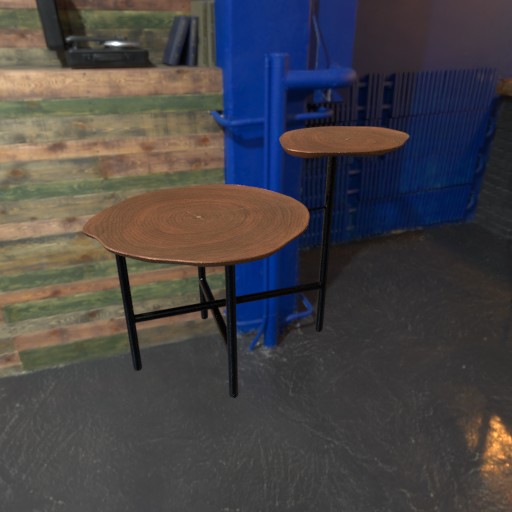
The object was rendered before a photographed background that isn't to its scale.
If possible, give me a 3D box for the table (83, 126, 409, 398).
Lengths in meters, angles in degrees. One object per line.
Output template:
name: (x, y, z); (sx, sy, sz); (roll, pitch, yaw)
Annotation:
table: (0.000, 0.000, 1.078); (0.759, 0.538, 0.442); (-8, 28, -15)
